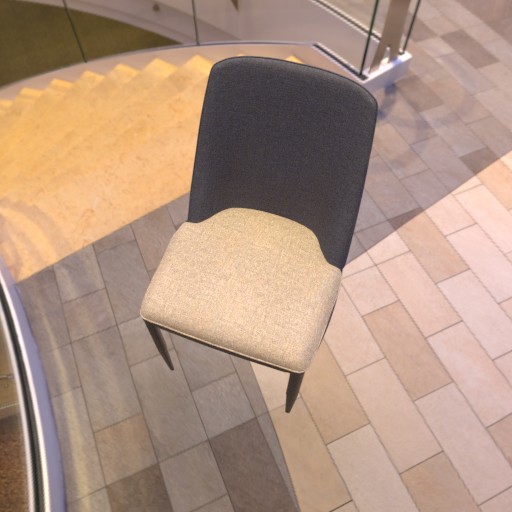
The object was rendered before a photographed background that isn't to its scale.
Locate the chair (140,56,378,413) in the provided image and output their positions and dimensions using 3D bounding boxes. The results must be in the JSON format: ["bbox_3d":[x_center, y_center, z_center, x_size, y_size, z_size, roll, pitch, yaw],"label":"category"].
[{"bbox_3d":[0.000,0.000,1.207,0.480,0.839,0.551,17,60,10],"label":"chair"}]
